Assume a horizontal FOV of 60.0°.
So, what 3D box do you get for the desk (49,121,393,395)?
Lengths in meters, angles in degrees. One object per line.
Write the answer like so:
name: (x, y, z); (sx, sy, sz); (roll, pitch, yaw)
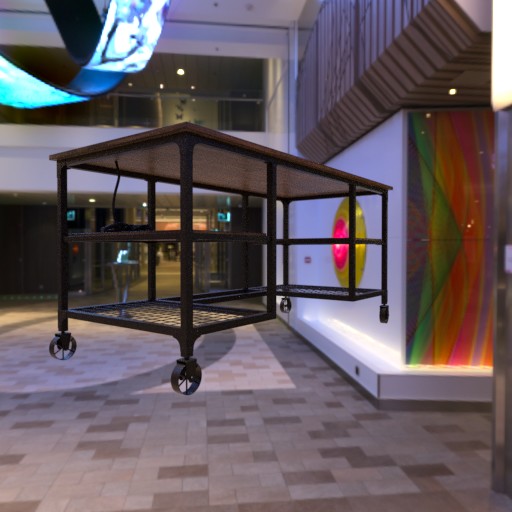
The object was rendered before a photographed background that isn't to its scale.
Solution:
desk: (0.000, 0.000, 2.030); (0.711, 0.751, 1.590); (1, 1, 37)
